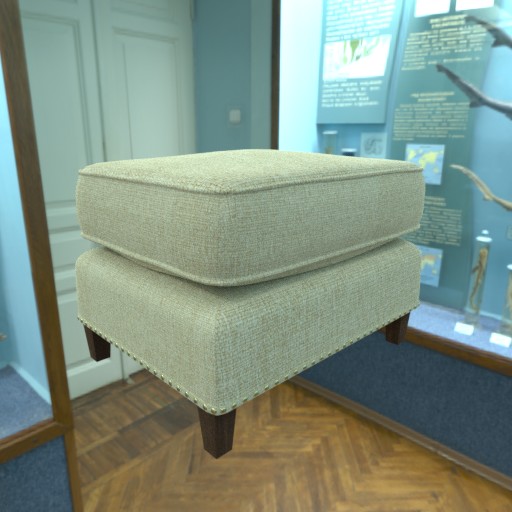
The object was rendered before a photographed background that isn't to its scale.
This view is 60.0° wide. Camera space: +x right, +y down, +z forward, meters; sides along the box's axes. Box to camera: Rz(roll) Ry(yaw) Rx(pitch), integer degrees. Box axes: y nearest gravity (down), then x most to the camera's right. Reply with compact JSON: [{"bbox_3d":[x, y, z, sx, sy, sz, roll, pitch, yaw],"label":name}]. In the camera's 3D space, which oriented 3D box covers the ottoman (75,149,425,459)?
[{"bbox_3d":[0.000,0.000,1.145,0.738,0.537,0.589,-14,21,-42],"label":"ottoman"}]
